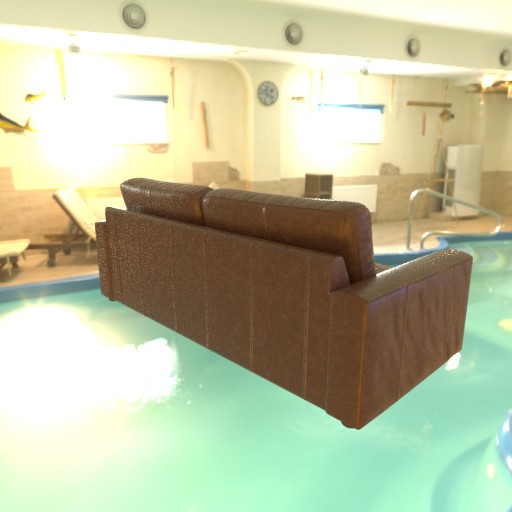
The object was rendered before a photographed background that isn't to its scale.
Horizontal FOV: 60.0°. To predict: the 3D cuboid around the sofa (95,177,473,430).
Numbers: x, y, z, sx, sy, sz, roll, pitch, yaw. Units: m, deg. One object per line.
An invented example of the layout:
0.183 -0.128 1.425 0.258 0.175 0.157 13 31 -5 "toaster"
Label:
0.000 0.000 2.682 1.016 0.873 2.179 -14 20 -42 "sofa"
